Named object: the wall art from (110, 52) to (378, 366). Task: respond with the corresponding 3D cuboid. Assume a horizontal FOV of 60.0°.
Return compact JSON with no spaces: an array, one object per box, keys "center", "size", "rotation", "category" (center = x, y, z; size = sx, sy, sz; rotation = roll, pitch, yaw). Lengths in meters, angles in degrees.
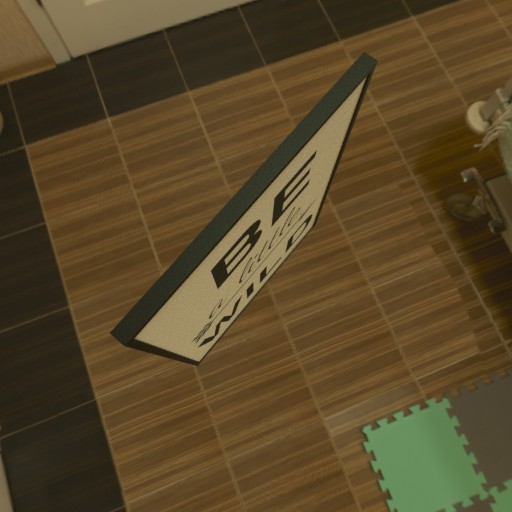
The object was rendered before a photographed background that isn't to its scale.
[{"center":[0.000,0.000,1.412],"size":[0.038,1.062,0.806],"rotation":[38,78,10],"category":"wall art"}]
